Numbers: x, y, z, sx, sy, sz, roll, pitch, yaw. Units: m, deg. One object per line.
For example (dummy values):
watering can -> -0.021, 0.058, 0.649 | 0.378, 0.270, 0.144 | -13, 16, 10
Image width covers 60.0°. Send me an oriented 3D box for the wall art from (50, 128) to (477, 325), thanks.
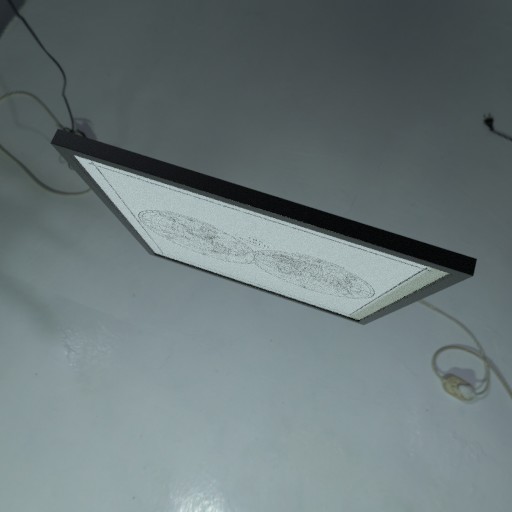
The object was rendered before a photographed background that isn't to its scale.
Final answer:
wall art -> 0.000, 0.000, 1.146 | 0.773, 0.775, 0.031 | 18, 76, 5
